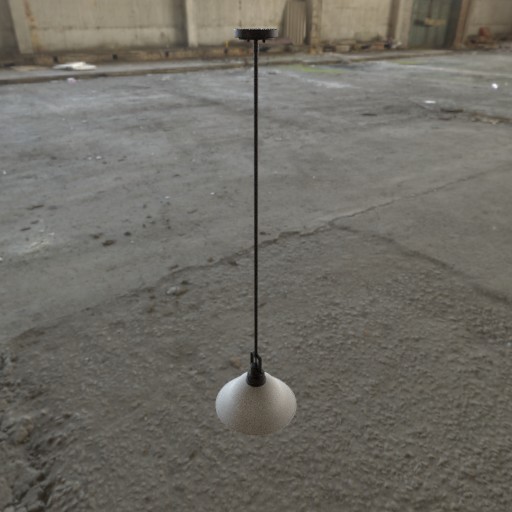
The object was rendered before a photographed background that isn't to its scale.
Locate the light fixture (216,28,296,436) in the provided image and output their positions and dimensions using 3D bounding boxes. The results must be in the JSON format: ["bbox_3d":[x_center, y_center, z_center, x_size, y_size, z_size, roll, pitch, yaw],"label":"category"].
[{"bbox_3d":[0.000,0.000,1.466,0.324,1.337,0.324,-18,33,-30],"label":"light fixture"}]
